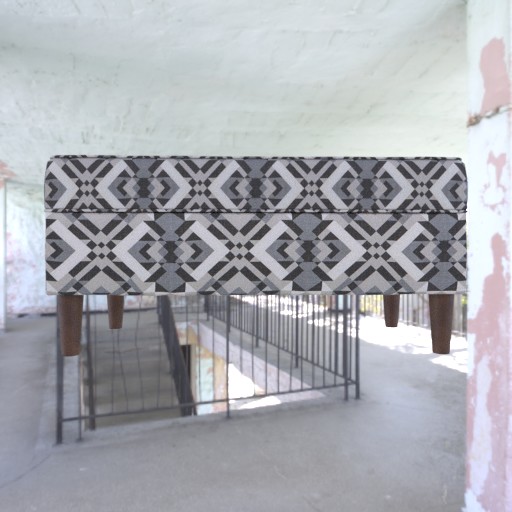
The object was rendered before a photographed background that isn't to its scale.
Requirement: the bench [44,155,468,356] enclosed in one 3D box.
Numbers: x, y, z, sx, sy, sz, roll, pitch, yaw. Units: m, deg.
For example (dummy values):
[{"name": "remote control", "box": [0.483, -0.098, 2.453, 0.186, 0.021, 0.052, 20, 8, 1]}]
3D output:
[{"name": "bench", "box": [0.000, 0.000, 1.277, 1.016, 0.477, 0.492, 0, 1, -1]}]
